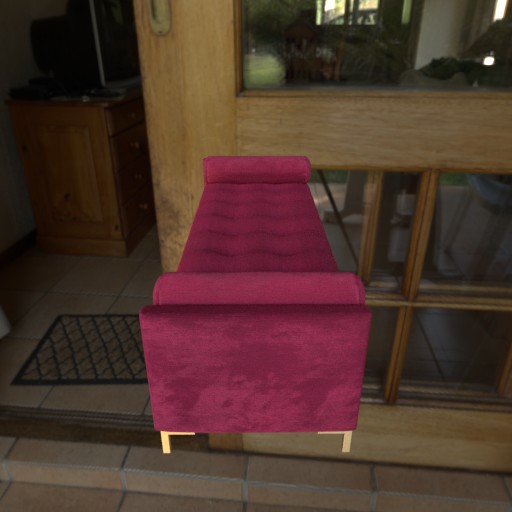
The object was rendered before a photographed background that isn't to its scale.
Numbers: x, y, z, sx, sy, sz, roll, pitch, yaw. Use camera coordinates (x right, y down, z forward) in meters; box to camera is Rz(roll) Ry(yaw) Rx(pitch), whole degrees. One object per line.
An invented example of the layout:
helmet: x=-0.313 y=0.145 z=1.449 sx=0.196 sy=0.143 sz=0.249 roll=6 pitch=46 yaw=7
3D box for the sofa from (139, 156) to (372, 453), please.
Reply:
sofa: x=0.000 y=0.000 z=2.504 sx=0.796 sy=0.705 sz=2.102 roll=0 pitch=27 yaw=0
